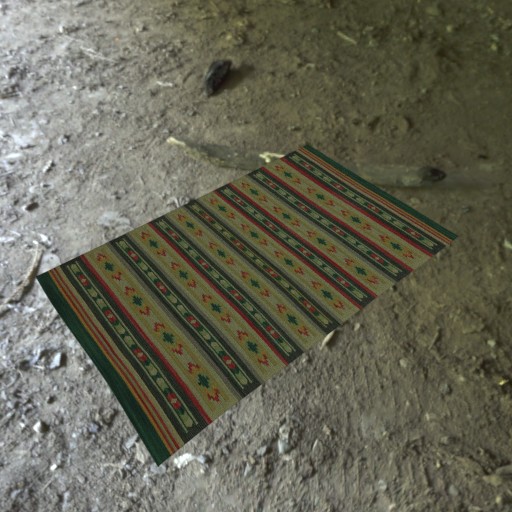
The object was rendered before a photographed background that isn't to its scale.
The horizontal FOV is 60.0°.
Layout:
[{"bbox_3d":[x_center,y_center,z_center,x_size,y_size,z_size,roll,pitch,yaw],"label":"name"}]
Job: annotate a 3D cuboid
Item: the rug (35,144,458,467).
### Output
[{"bbox_3d":[0.000,0.000,2.991,2.447,0.011,1.520,-31,54,-26],"label":"rug"}]
